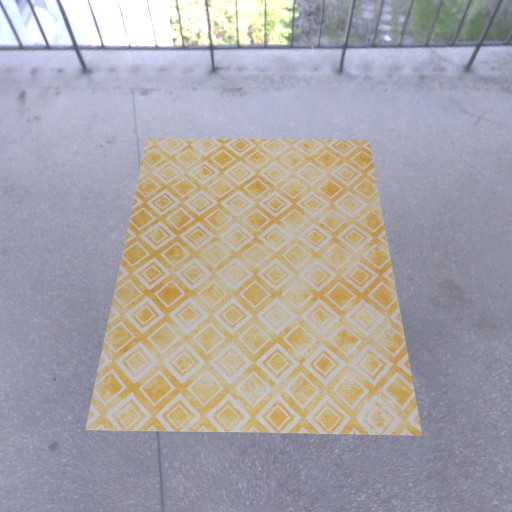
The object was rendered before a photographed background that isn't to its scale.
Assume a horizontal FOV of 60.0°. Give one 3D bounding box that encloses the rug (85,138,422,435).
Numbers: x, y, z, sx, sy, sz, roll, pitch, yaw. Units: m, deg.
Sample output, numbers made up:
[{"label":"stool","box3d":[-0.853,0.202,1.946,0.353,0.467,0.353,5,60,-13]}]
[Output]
[{"label":"rug","box3d":[0.000,0.000,4.018,2.433,0.011,3.037,1,57,0]}]
